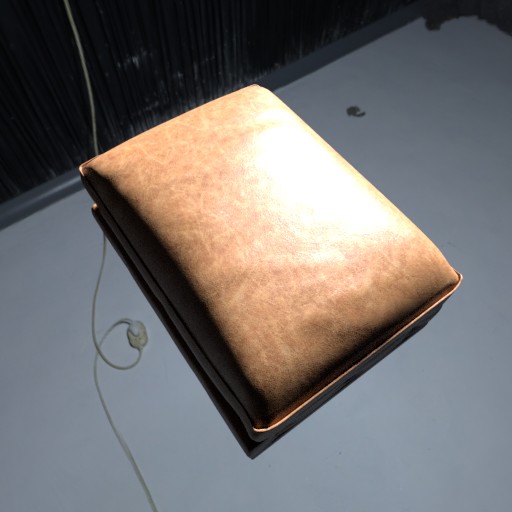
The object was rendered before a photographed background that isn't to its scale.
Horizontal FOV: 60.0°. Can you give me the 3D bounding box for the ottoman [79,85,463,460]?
[{"bbox_3d":[0.000,0.000,1.056,0.533,0.480,0.710,-31,64,-17],"label":"ottoman"}]
